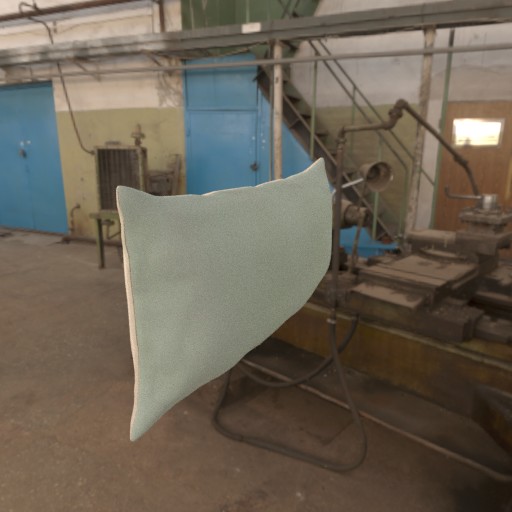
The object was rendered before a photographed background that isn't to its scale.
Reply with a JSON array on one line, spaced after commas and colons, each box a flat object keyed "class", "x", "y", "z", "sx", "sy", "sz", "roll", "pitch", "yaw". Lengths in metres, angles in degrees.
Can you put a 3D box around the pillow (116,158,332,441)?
[{"class": "pillow", "x": 0.000, "y": 0.000, "z": 0.713, "sx": 0.151, "sy": 0.287, "sz": 0.610, "roll": 7, "pitch": 17, "yaw": 26}]
